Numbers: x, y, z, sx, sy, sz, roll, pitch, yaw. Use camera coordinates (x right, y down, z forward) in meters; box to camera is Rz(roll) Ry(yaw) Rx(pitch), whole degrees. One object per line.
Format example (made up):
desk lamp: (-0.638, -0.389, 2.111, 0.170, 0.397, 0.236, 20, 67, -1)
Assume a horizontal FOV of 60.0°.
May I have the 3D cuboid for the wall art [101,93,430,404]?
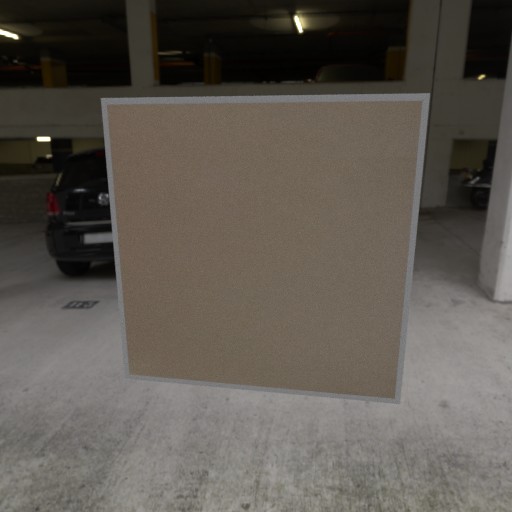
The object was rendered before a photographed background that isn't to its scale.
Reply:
wall art: (0.000, 0.000, 0.670, 0.456, 0.456, 0.007, 3, 15, 9)
